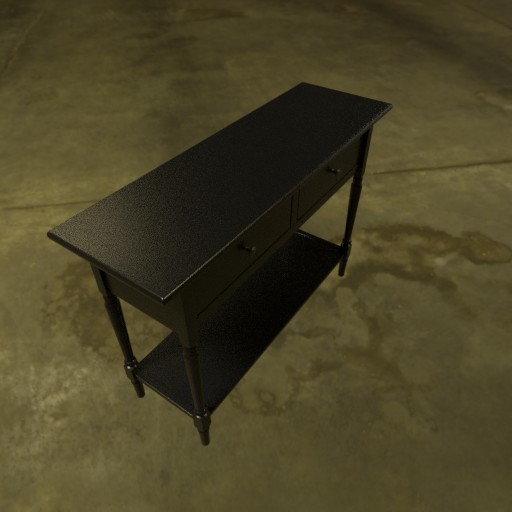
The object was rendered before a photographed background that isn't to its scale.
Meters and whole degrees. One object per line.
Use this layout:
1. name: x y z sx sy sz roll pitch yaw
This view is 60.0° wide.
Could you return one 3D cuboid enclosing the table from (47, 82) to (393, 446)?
1. table: 0.000 0.000 1.603 0.386 0.819 1.191 25 47 26
